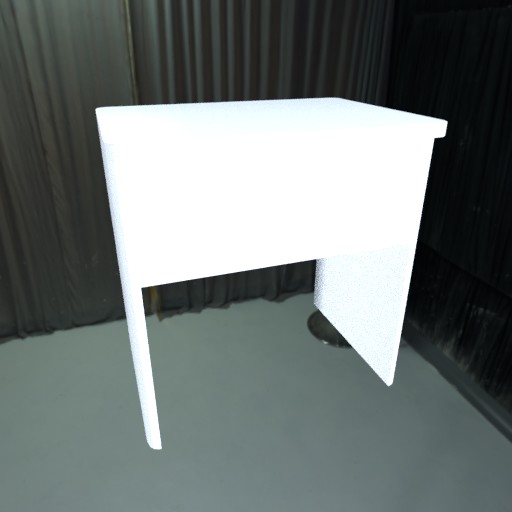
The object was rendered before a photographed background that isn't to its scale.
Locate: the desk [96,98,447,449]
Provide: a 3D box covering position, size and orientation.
[{"bbox_3d":[0.000,0.000,1.298,0.762,0.800,0.549,-9,27,-18],"label":"desk"}]
